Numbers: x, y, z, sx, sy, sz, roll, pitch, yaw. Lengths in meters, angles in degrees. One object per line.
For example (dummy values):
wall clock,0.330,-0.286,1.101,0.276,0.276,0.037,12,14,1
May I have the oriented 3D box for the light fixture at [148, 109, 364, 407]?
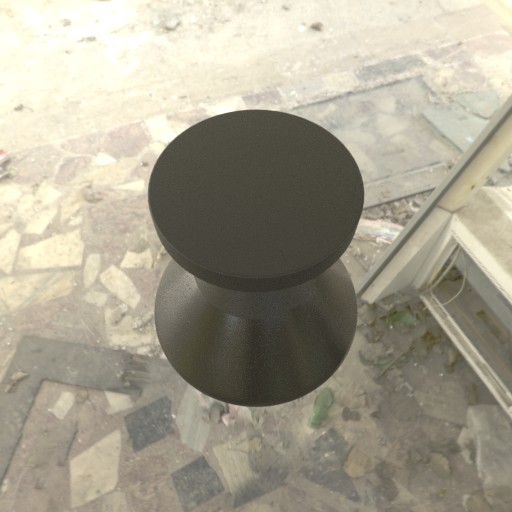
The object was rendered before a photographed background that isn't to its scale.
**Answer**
light fixture,0.000,0.000,0.363,0.200,0.183,0.200,0,59,0
